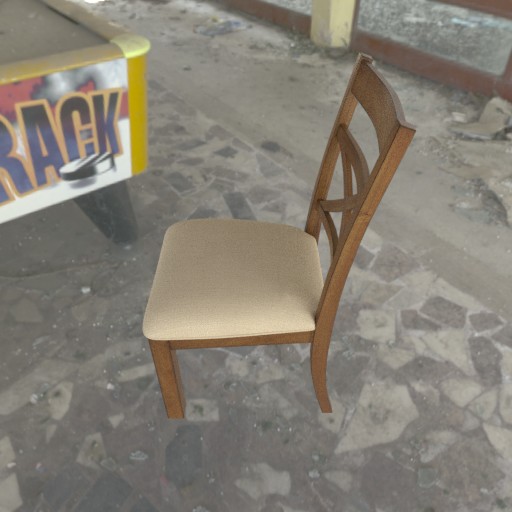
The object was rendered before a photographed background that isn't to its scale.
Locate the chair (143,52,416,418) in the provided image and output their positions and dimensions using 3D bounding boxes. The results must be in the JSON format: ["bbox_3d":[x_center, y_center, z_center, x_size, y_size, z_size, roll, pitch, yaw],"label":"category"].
[{"bbox_3d":[0.000,0.000,1.224,0.581,0.949,0.461,0,41,0],"label":"chair"}]
